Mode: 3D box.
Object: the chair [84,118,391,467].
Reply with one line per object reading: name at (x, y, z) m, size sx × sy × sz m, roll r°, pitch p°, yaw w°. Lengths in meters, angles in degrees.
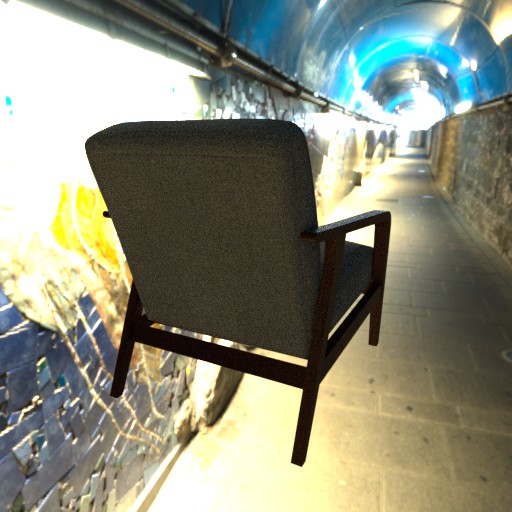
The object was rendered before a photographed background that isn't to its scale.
chair at (0.000, 0.000, 1.473) m, size 0.704 × 0.847 × 0.858 m, roll 8°, pitch 17°, yaw 28°
